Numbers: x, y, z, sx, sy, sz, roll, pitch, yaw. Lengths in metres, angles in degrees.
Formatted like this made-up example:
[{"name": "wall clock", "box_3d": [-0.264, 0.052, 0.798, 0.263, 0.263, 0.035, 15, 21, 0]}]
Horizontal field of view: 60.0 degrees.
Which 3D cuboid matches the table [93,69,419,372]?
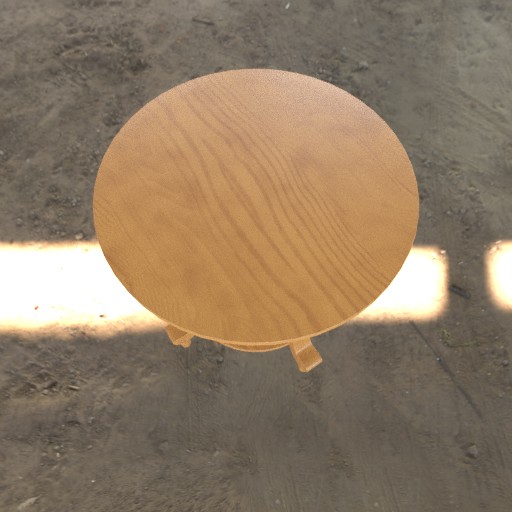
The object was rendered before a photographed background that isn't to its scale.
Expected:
[{"name": "table", "box_3d": [0.000, 0.000, 1.093, 0.597, 0.612, 0.597, 0, 64, 0]}]
